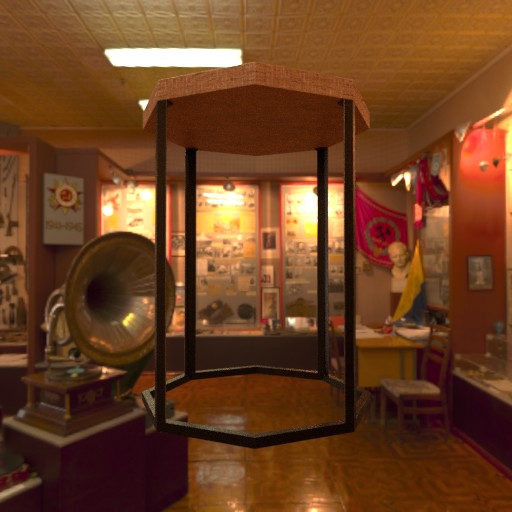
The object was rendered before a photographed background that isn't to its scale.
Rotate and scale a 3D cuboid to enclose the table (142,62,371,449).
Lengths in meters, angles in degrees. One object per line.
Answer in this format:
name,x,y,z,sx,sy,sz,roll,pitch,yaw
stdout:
table,0.000,0.000,0.851,0.437,0.553,0.437,0,-1,0
